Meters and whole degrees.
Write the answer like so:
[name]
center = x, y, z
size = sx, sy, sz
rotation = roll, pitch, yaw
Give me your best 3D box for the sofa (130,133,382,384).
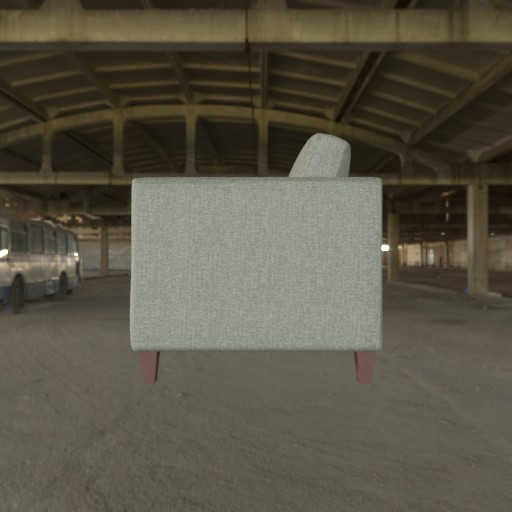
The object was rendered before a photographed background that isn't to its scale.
[sofa]
center = 0.000, 0.000, 2.691
size = 0.956, 0.960, 2.208
rotation = 0, 0, 0
